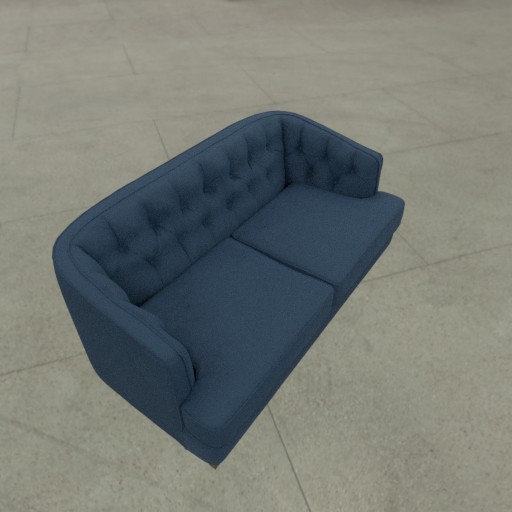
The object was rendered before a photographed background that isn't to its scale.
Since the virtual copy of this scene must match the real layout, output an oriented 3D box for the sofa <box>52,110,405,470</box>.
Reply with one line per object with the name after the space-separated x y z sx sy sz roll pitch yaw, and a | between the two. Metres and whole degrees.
0.000 0.000 2.230 0.941 0.854 1.733 25 47 26 | sofa
